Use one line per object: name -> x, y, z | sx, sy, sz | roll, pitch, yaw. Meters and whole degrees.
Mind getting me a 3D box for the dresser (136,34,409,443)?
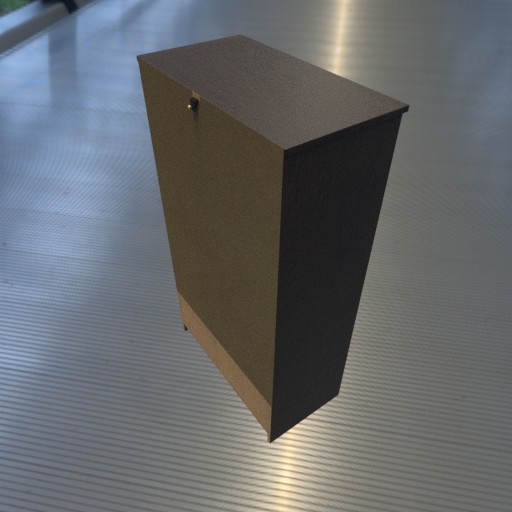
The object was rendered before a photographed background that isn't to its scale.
dresser -> 0.000, 0.000, 1.583 | 0.418, 1.254, 0.704 | -25, 47, -26
